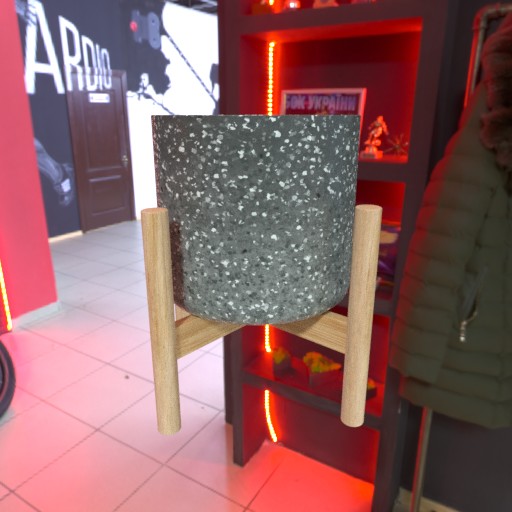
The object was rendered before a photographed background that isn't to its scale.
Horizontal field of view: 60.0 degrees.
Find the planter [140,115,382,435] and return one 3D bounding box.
[{"bbox_3d":[0.000,0.000,0.528,0.284,0.320,0.284,-9,20,-25],"label":"planter"}]
